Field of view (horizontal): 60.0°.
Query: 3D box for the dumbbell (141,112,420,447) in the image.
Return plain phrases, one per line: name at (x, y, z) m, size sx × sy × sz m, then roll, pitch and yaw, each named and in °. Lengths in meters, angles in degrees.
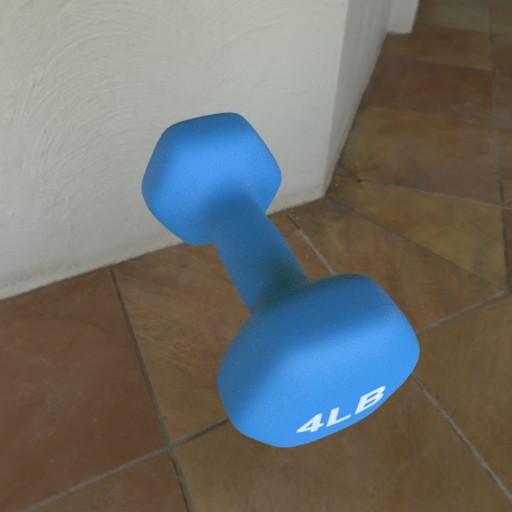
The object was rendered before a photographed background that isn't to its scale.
dumbbell at (0.000, 0.000, 0.192) m, size 0.074 × 0.066 × 0.152 m, roll -16°, pitch 48°, yaw -15°
